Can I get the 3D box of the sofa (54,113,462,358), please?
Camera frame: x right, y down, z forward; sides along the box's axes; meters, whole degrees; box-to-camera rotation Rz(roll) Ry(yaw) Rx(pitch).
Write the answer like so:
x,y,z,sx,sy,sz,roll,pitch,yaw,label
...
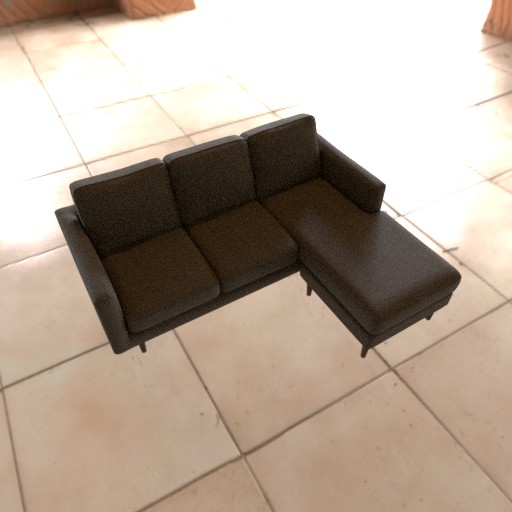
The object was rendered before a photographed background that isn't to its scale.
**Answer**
x,y,z,sx,sy,sz,roll,pitch,yaw,label
0.000,0.000,2.886,2.055,0.957,1.667,-23,50,-21,sofa
